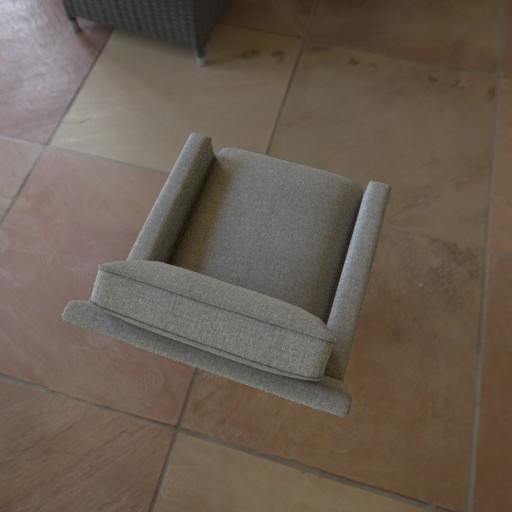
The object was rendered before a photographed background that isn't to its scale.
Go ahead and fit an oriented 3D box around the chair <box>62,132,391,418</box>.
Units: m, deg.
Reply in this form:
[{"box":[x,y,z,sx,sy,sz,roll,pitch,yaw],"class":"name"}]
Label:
[{"box":[0.000,0.000,1.705,0.853,0.943,1.014,17,67,8],"class":"chair"}]
